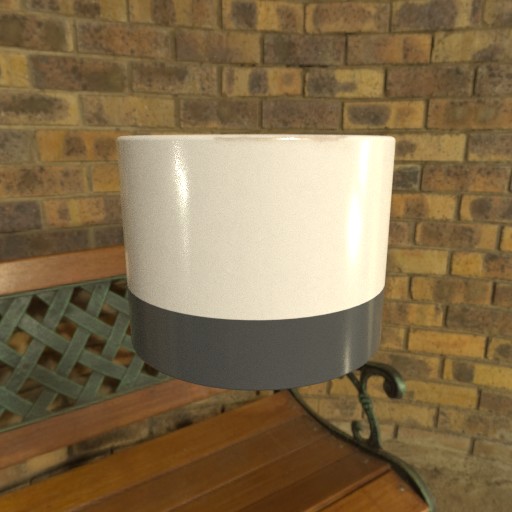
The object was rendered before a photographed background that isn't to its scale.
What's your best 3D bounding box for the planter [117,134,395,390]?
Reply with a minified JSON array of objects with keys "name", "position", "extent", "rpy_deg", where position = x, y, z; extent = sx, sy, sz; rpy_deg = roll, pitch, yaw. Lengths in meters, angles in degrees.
[{"name":"planter","position":[0.000,0.000,0.342],"extent":[0.193,0.177,0.193],"rpy_deg":[0,14,0]}]
